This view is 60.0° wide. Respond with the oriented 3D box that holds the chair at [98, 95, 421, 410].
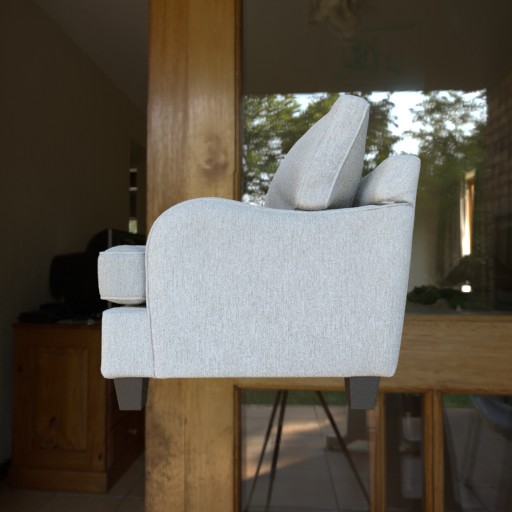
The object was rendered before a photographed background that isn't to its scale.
[{"bbox_3d":[0.000,0.000,1.977,1.041,1.016,1.220,0,-1,0],"label":"chair"}]
